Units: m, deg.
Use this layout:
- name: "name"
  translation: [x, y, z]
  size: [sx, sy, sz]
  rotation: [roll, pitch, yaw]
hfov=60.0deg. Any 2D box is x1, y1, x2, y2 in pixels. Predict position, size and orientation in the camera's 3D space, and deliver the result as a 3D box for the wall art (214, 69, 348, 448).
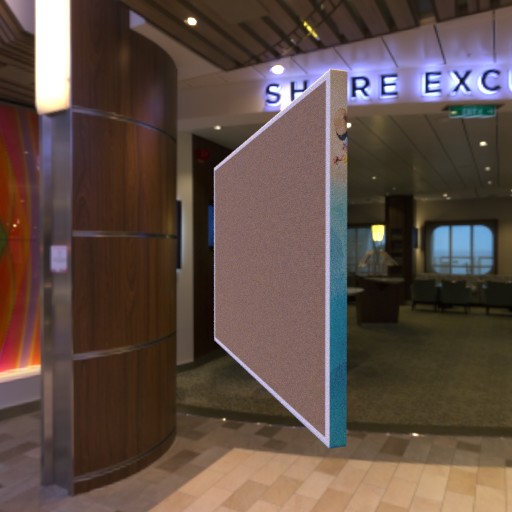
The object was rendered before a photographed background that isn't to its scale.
- name: "wall art"
  translation: [0.000, 0.000, 1.443]
  size: [0.040, 0.769, 1.136]
  rotation: [0, 1, -17]
